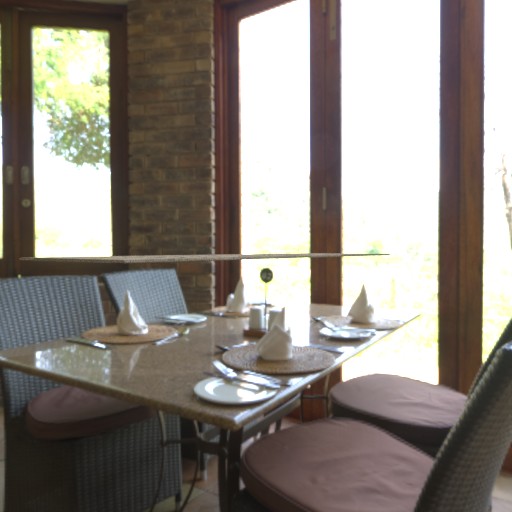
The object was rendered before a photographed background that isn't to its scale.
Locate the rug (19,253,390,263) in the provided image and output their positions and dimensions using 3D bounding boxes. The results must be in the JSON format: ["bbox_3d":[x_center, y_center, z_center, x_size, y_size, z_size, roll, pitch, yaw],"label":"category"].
[{"bbox_3d":[0.000,0.000,2.678,0.750,0.011,2.435,1,1,37],"label":"rug"}]
